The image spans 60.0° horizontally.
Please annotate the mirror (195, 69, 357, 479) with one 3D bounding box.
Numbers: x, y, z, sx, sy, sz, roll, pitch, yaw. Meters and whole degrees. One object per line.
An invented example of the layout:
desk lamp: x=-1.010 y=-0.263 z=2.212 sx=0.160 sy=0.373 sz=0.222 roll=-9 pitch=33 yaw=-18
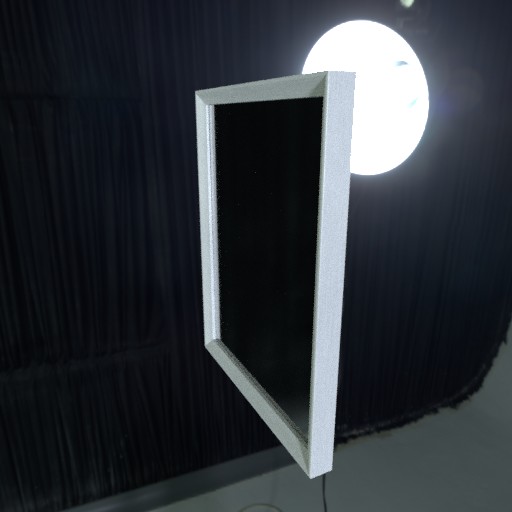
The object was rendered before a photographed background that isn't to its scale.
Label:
mirror: x=0.000 y=0.000 z=0.701 sx=0.041 sy=0.509 sz=0.406 roll=-8 pitch=19 yaw=-25
